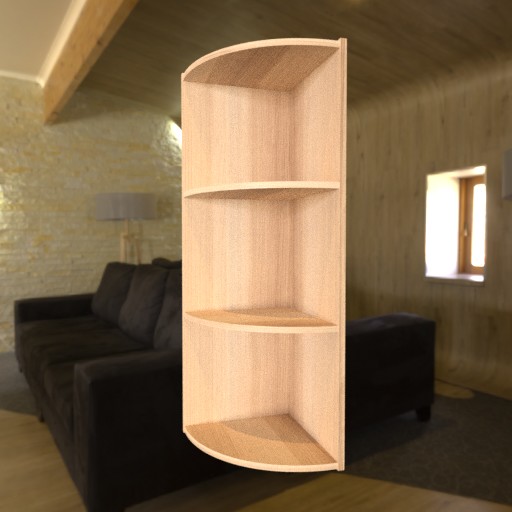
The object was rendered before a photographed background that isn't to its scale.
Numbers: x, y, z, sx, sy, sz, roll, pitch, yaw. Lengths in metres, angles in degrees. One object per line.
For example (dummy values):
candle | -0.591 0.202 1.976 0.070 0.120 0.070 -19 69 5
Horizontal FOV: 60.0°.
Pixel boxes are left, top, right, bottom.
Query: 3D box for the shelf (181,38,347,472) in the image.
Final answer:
shelf | 0.000 0.000 0.992 0.290 0.872 0.290 -1 2 -17
